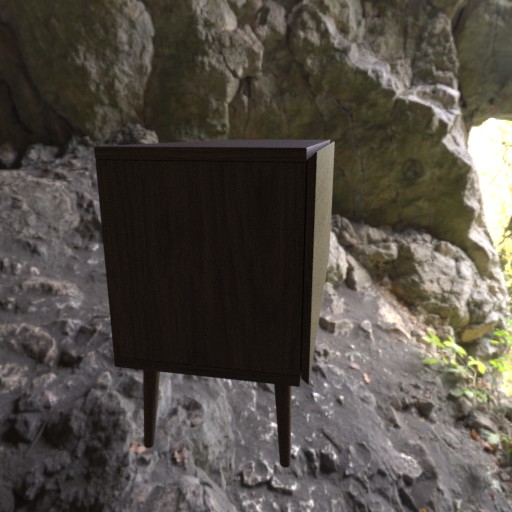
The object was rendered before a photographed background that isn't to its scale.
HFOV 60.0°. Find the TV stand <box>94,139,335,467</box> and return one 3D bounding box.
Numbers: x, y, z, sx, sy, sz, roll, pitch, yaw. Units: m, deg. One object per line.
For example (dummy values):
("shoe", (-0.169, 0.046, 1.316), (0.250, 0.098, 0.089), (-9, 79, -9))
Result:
("TV stand", (0.000, 0.000, 1.325), (0.405, 0.660, 0.990), (3, 16, 11))
